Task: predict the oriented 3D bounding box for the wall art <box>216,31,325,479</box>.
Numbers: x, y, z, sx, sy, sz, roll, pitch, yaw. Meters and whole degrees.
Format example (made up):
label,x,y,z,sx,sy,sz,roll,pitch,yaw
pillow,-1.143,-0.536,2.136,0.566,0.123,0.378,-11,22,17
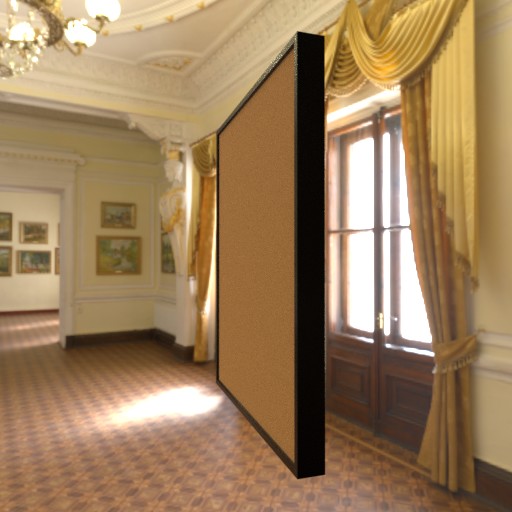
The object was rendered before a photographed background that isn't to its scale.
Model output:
label,x,y,z,sx,sy,sz,roll,pitch,yaw
wall art,0.000,0.000,0.767,0.039,0.553,0.451,0,-1,-18
